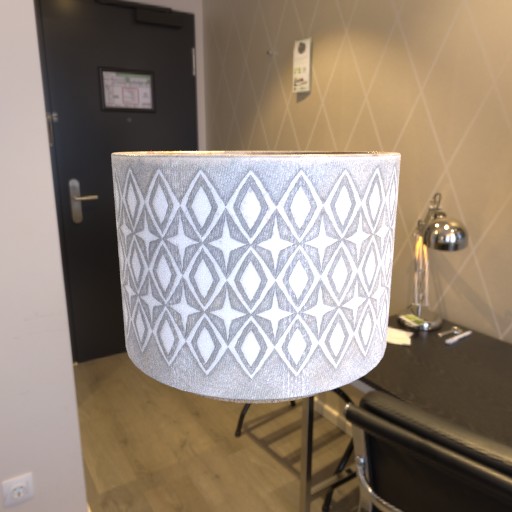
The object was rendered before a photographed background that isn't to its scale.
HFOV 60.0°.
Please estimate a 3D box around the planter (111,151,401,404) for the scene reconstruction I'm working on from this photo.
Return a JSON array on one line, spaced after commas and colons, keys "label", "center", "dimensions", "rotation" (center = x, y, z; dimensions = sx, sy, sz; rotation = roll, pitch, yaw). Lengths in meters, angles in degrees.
[{"label": "planter", "center": [0.000, 0.000, 0.316], "dimensions": [0.186, 0.144, 0.186], "rotation": [0, 14, 0]}]
